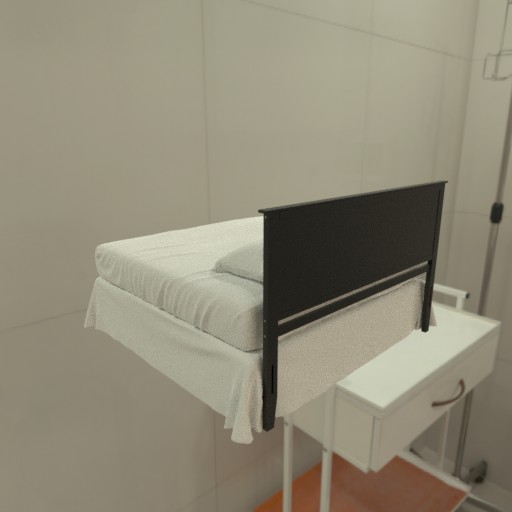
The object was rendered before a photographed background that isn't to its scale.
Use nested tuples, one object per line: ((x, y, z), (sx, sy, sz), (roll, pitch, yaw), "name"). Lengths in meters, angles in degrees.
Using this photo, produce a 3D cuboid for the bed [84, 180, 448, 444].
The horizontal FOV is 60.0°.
((0.000, 0.000, 3.725), (2.315, 1.271, 2.219), (-14, 21, -41), "bed")
